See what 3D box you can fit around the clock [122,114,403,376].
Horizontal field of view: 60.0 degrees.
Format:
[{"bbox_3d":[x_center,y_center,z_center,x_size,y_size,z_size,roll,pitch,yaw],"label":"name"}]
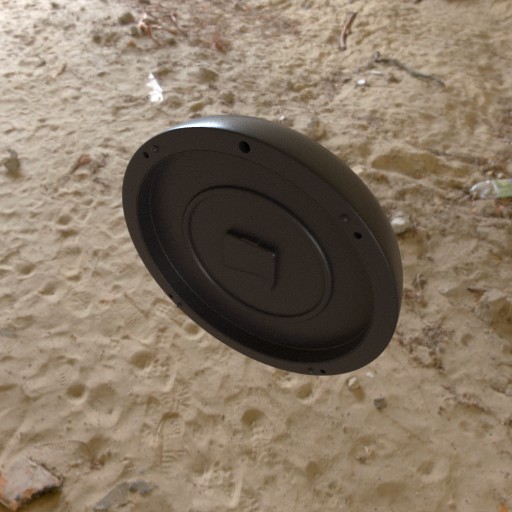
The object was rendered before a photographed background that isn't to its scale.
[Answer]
[{"bbox_3d":[0.000,0.000,0.449,0.300,0.300,0.060,22,49,20],"label":"clock"}]
